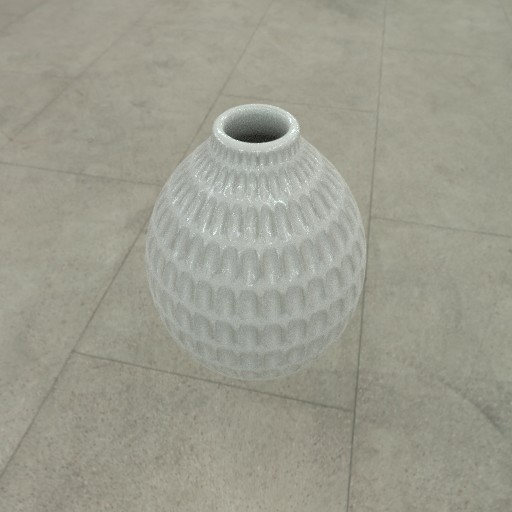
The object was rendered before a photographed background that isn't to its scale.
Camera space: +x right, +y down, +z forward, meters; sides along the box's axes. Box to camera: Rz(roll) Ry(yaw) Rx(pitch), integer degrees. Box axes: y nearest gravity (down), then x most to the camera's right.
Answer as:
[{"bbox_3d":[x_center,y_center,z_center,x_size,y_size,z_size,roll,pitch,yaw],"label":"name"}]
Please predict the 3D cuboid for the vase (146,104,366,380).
[{"bbox_3d":[0.000,0.000,0.333,0.162,0.223,0.162,0,47,0],"label":"vase"}]
